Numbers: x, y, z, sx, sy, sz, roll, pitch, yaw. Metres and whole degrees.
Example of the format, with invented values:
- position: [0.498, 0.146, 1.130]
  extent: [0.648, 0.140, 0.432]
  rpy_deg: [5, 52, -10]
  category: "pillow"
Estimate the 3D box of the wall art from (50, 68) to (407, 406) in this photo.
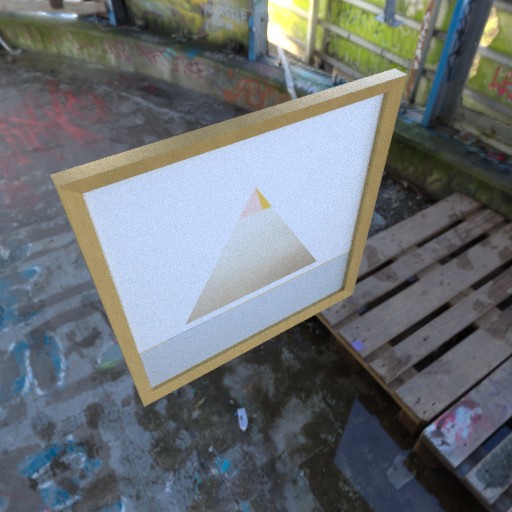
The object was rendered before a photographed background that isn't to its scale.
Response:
- position: [0.000, 0.000, 2.843]
  extent: [1.935, 1.936, 0.097]
  rpy_deg: [-24, 51, -22]
  category: "wall art"
